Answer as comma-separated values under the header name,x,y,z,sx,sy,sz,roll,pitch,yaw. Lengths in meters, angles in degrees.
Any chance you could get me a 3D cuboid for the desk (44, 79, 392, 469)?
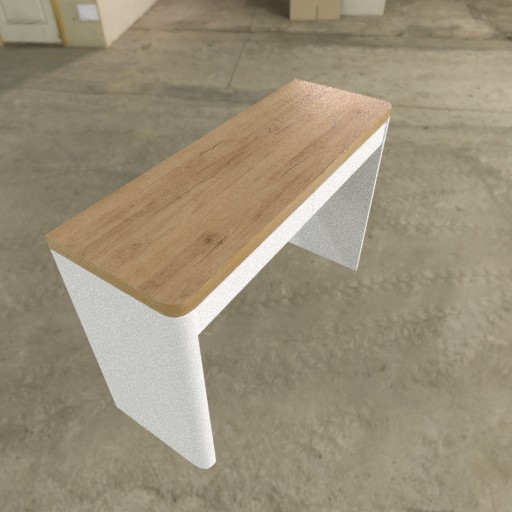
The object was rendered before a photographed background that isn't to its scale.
name,x,y,z,sx,sy,sz,roll,pitch,yaw
desk,0.000,0.000,1.496,0.390,0.760,1.100,25,48,24
